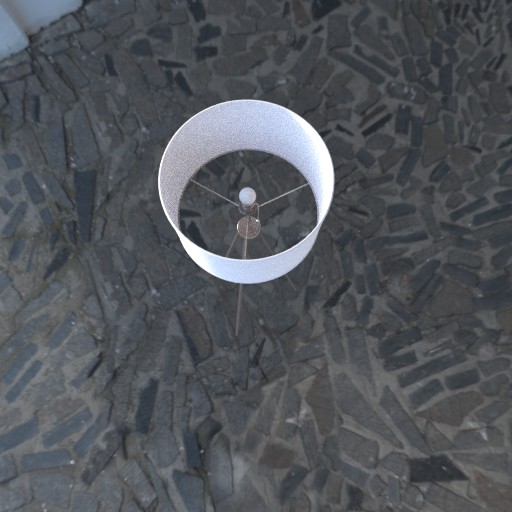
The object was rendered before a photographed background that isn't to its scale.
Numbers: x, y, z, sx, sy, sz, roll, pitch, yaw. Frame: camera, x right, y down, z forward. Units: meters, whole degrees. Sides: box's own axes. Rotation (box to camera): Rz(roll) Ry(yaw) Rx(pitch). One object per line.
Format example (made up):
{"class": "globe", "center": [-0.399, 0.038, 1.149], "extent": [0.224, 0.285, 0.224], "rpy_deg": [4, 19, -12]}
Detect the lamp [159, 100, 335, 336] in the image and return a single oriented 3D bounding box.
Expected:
{"class": "lamp", "center": [0.000, 0.000, 1.775], "extent": [0.458, 1.545, 0.448], "rpy_deg": [-13, 76, -3]}
